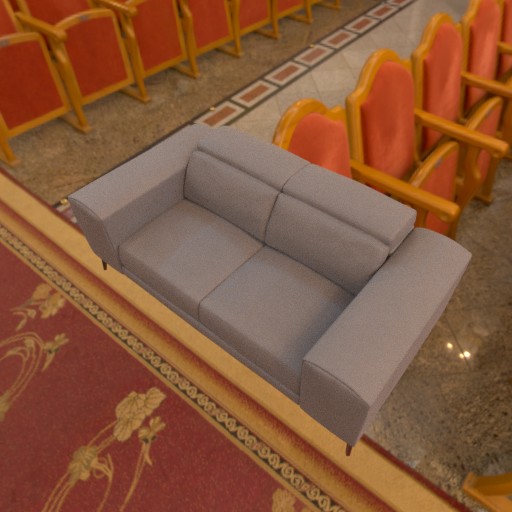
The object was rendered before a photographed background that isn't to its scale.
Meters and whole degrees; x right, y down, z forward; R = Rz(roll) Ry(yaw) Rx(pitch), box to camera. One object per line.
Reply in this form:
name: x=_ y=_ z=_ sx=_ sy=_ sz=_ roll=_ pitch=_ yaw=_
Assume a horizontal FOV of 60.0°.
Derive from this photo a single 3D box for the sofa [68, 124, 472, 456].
sofa: x=0.000 y=0.000 z=2.423 sx=1.895 sy=0.779 sz=1.003 roll=31 pitch=54 yaw=26
